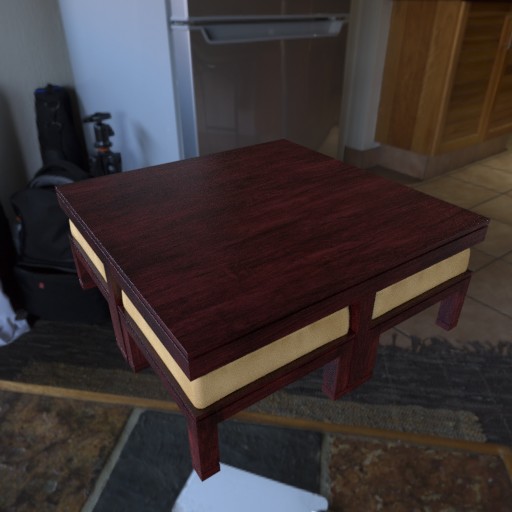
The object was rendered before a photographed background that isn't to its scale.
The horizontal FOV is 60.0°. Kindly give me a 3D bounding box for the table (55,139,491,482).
[{"bbox_3d":[0.000,0.000,1.322,0.865,0.356,0.865,-20,36,-29],"label":"table"}]
